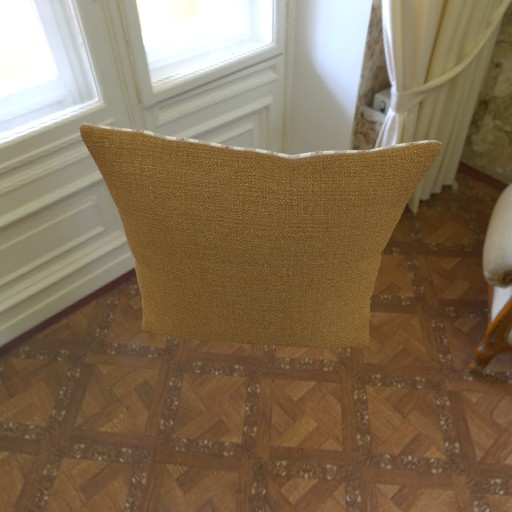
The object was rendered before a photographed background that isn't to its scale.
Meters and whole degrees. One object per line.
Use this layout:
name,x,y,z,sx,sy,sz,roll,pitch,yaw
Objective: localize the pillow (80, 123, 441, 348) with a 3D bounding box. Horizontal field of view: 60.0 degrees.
pillow,0.000,0.000,0.681,0.432,0.437,0.147,2,46,2
